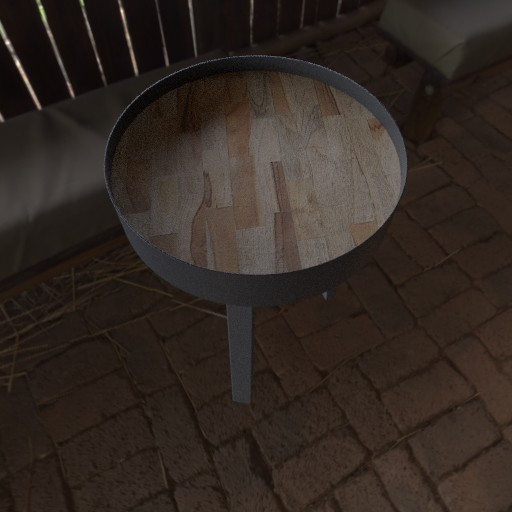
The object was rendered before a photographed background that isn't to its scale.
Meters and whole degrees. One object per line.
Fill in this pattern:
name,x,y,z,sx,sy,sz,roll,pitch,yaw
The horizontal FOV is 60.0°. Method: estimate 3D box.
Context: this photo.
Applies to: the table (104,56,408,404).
table,0.000,0.000,0.838,0.406,0.559,0.406,0,58,0
